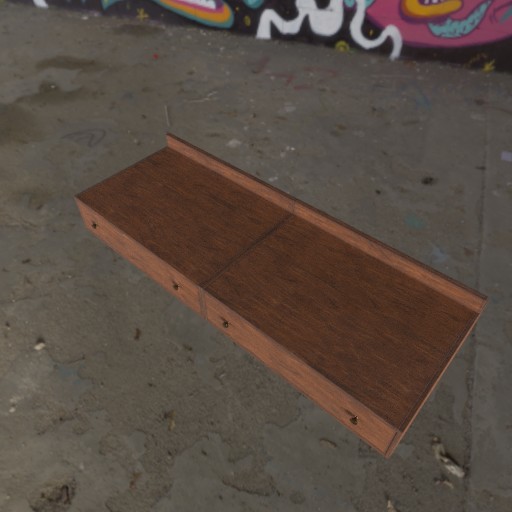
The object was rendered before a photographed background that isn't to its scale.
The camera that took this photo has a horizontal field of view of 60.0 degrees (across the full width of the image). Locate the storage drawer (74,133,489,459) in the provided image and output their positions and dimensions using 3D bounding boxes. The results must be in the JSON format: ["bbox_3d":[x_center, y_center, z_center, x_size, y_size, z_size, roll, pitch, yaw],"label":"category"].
[{"bbox_3d":[0.000,0.000,2.151,1.914,0.339,0.774,32,54,27],"label":"storage drawer"}]
